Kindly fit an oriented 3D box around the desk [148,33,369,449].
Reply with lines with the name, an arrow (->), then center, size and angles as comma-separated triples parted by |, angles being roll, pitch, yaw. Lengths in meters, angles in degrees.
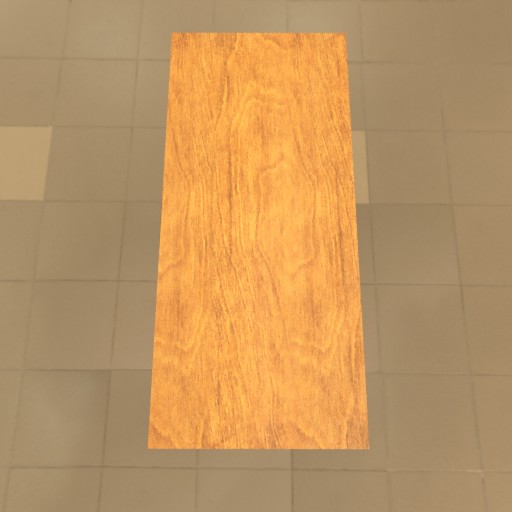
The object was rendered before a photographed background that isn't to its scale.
desk -> 0.000, 0.000, 1.408 | 0.470, 0.762, 1.016 | 0, 76, 0
